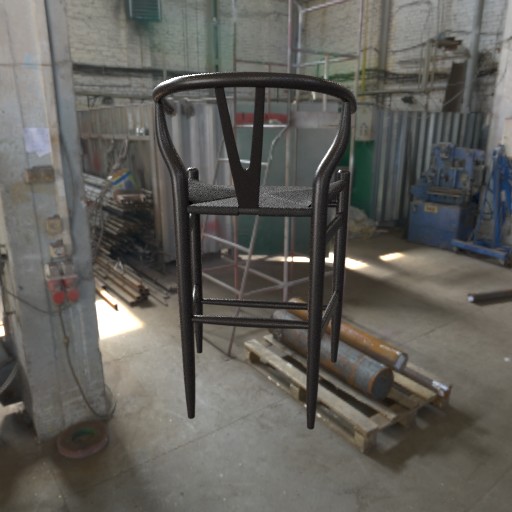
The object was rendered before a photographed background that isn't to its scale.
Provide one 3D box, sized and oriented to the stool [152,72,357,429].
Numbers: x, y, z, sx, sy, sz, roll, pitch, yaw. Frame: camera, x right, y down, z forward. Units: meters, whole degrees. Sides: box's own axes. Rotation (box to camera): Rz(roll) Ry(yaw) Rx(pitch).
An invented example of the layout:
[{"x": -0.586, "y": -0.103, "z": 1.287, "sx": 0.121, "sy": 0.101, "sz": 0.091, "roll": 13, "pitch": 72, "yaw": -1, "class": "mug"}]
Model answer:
[{"x": 0.000, "y": 0.000, "z": 1.337, "sx": 0.569, "sy": 0.970, "sz": 0.579, "roll": 2, "pitch": 16, "yaw": 8, "class": "stool"}]
